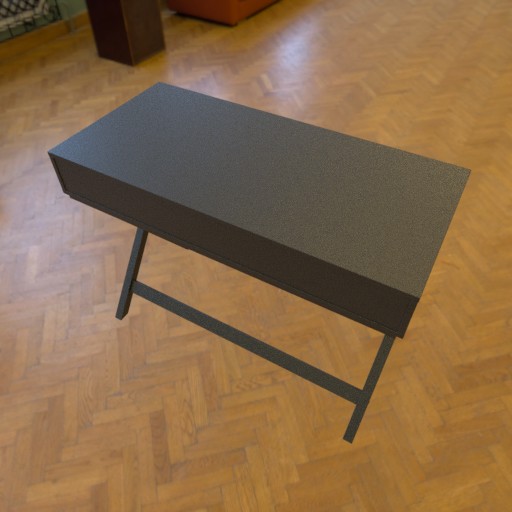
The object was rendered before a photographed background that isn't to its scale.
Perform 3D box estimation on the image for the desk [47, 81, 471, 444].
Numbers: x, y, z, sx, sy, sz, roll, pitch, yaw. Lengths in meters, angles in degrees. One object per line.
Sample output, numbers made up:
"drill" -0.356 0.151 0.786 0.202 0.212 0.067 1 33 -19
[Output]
"desk" 0.000 0.000 1.508 1.057 0.780 0.525 22 50 20
